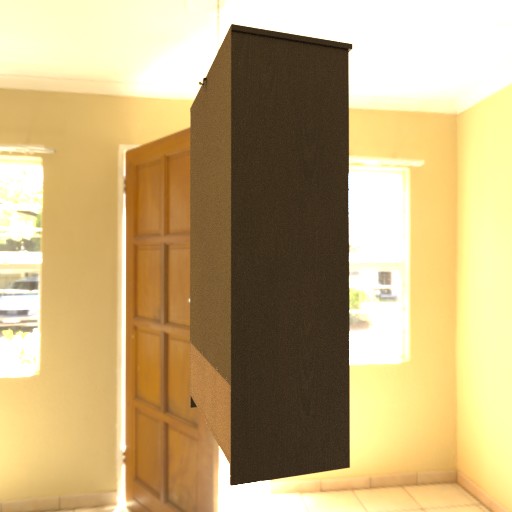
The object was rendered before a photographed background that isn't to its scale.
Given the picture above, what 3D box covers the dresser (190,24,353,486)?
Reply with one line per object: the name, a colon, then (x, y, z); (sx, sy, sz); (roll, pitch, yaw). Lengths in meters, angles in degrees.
dresser: (0.000, 0.000, 1.586); (0.418, 1.254, 0.704); (0, -1, -18)
